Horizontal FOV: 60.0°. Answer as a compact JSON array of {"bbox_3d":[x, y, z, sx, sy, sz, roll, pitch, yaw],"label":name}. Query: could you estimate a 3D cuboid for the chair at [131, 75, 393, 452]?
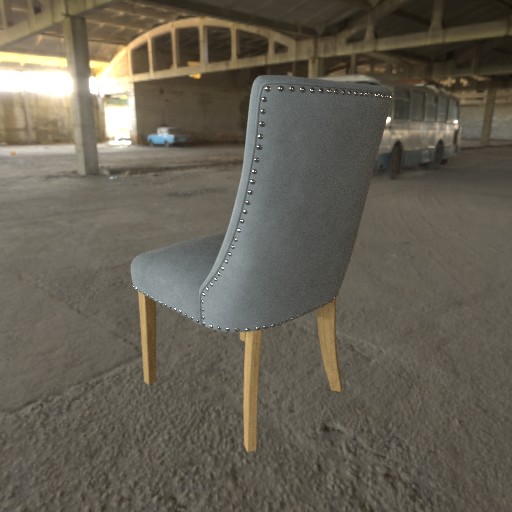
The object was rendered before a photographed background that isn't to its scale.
[{"bbox_3d":[0.000,0.000,1.269,0.495,0.902,0.610,-16,23,-42],"label":"chair"}]
